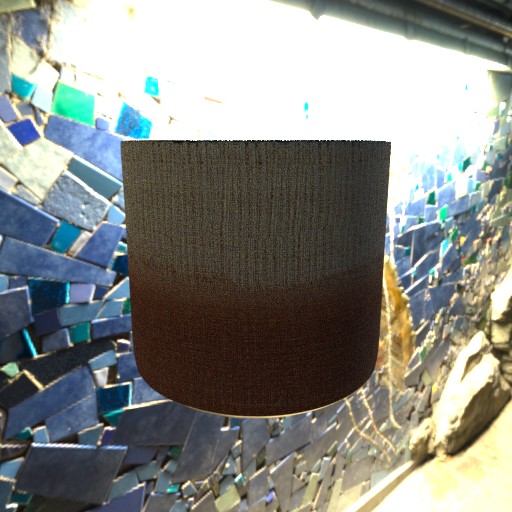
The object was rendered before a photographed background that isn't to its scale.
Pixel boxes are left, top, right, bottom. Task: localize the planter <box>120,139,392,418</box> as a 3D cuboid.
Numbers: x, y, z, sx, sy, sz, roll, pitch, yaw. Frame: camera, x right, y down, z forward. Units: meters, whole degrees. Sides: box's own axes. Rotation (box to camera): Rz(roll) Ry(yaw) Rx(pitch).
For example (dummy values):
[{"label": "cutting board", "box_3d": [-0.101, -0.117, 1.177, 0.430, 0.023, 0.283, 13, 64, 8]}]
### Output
[{"label": "planter", "box_3d": [0.000, 0.000, 0.394, 0.221, 0.201, 0.221, 0, 15, 0]}]
